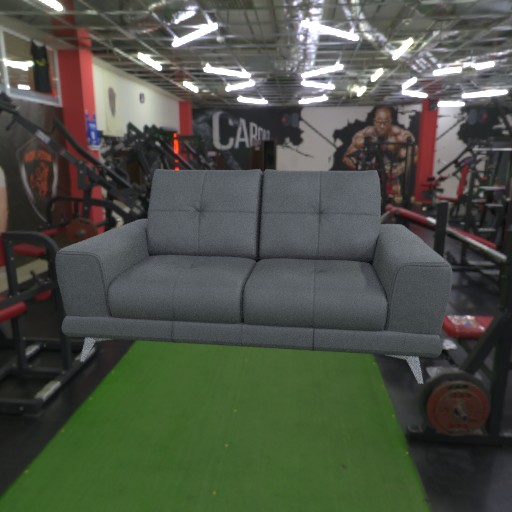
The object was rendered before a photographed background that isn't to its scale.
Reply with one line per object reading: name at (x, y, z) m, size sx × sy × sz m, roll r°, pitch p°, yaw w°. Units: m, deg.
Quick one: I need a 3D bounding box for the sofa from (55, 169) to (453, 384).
sofa at (0.000, 0.000, 2.424) m, size 1.806 × 0.907 × 1.018 m, roll 2°, pitch 14°, yaw 7°
